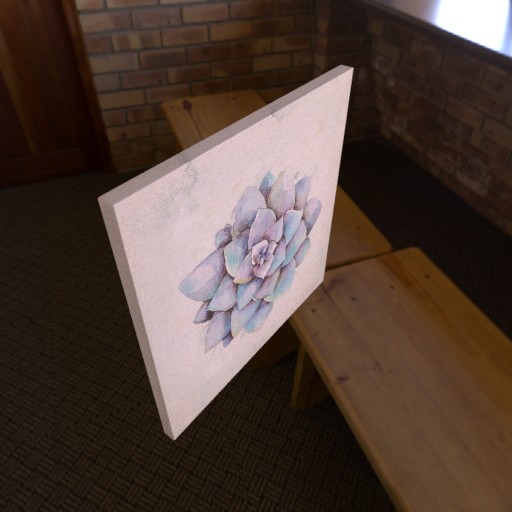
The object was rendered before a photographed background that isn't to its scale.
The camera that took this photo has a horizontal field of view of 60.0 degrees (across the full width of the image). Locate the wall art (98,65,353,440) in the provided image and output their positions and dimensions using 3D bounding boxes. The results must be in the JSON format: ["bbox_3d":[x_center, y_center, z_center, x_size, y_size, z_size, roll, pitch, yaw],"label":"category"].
[{"bbox_3d":[0.000,0.000,1.160,0.038,0.762,0.762,27,48,27],"label":"wall art"}]
